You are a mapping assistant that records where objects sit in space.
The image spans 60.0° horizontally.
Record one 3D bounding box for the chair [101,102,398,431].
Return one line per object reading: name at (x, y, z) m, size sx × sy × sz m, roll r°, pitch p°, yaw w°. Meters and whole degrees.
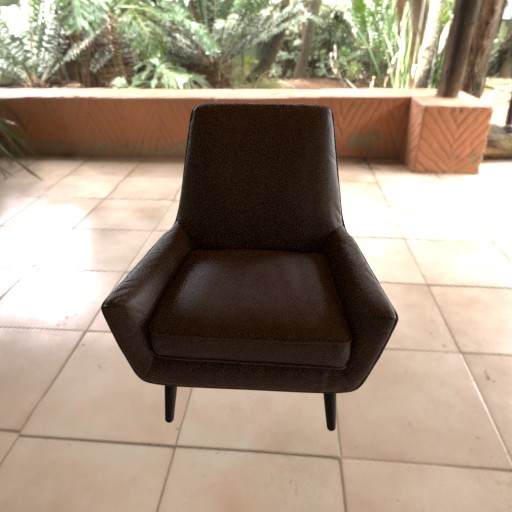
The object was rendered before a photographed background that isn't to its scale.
chair at (0.000, 0.000, 1.517) m, size 0.787 × 0.888 × 0.824 m, roll 2°, pitch 29°, yaw 3°
